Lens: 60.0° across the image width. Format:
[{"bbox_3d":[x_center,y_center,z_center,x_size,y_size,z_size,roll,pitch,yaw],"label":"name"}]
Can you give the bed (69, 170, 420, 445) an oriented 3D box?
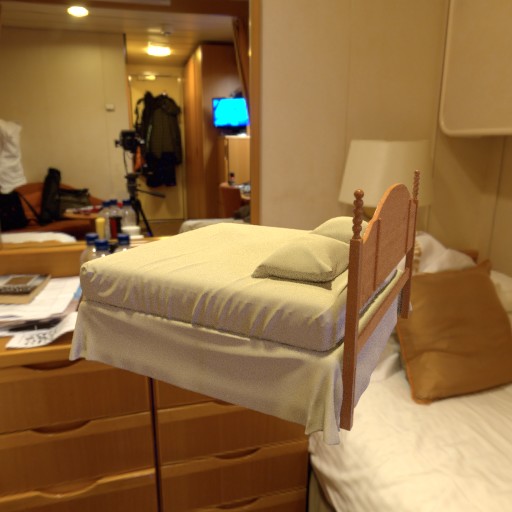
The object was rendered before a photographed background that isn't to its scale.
[{"bbox_3d":[0.000,0.000,3.644,2.219,1.355,2.322,7,16,27],"label":"bed"}]
